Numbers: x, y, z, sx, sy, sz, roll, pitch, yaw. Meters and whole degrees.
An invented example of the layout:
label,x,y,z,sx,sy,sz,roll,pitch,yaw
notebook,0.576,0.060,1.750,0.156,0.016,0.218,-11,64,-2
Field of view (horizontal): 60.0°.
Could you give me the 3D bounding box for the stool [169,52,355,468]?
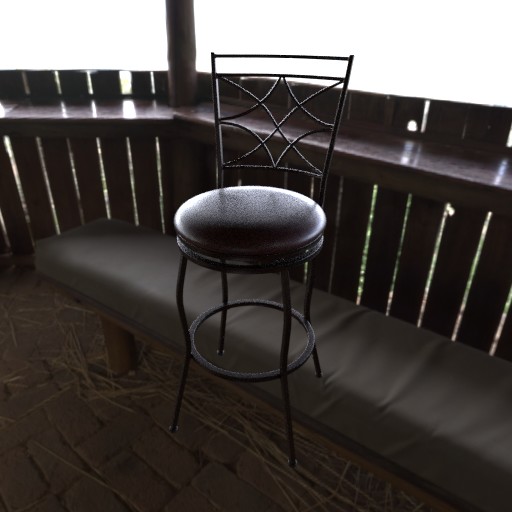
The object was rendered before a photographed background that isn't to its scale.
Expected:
label,x,y,z,sx,sy,sz,roll,pitch,yaw
stool,0.000,0.000,1.366,0.434,1.117,0.534,9,29,16
